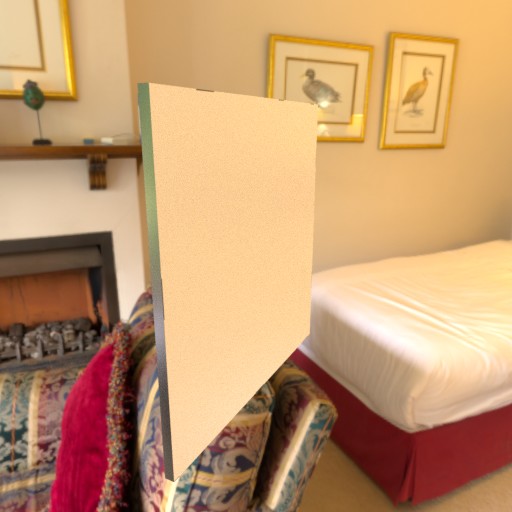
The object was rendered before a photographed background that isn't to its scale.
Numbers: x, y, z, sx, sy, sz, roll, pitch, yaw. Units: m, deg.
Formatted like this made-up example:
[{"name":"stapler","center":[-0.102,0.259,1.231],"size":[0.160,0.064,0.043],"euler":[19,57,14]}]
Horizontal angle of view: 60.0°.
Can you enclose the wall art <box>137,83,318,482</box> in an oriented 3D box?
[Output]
[{"name":"wall art","center":[0.000,0.000,0.658],"size":[0.014,0.445,0.446],"euler":[8,18,27]}]
